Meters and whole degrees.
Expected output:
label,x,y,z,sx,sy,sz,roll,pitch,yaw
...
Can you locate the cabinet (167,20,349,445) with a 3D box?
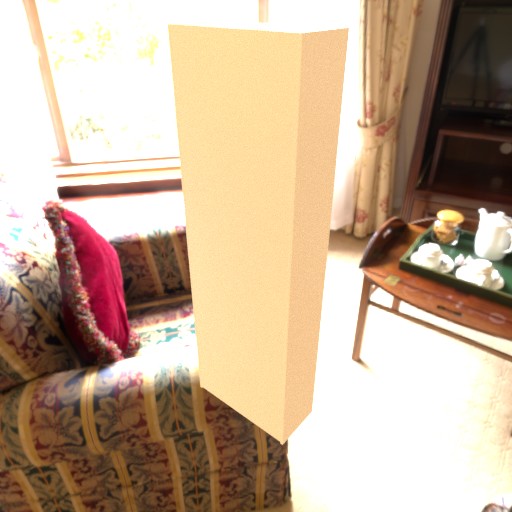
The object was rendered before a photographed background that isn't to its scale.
label,x,y,z,sx,sy,sz,roll,pitch,yaw
cabinet,0.000,0.000,1.763,0.520,1.630,0.255,23,38,33
